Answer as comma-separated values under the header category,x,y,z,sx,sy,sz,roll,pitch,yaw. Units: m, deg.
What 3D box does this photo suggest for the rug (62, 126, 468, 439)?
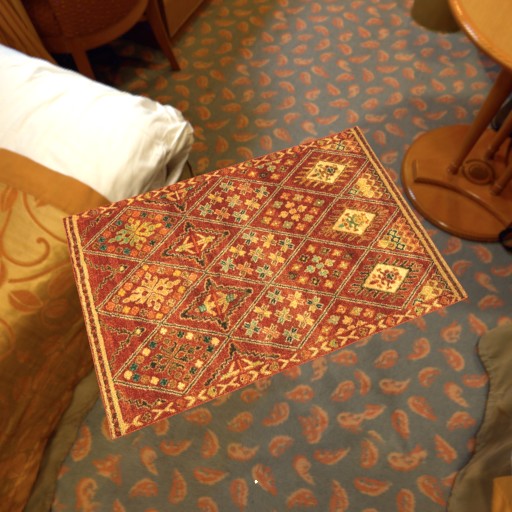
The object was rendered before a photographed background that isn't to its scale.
category,x,y,z,sx,sy,sz,roll,pitch,yaw
rug,0.000,0.000,2.918,2.286,0.026,1.521,-19,65,-10
